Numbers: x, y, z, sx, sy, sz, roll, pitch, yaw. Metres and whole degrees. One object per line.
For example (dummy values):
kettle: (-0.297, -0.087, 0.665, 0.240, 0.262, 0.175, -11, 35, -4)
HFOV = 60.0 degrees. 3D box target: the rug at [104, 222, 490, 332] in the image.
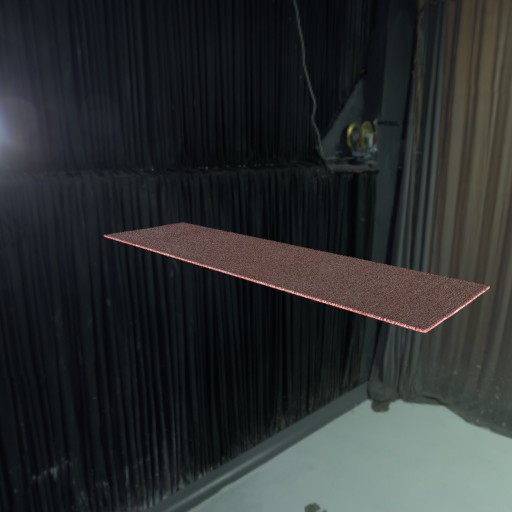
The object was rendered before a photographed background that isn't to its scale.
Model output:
rug: (0.000, 0.000, 2.552, 2.307, 0.012, 0.687, 14, 20, 42)
